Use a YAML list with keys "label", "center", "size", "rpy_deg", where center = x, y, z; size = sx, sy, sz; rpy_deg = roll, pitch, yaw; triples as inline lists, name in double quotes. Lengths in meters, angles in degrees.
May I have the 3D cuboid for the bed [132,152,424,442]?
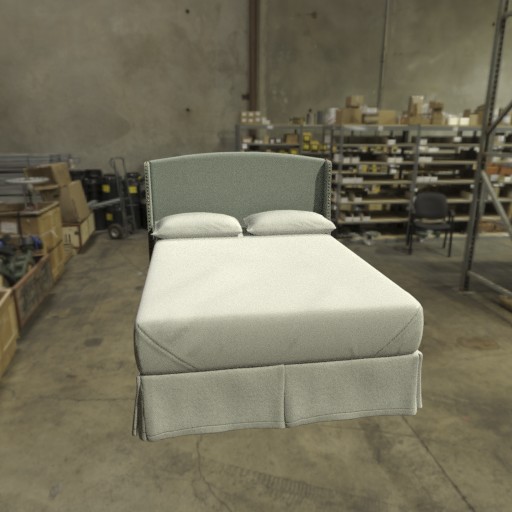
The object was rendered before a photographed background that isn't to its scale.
- label: "bed"
  center: [0.000, 0.000, 3.304]
  size: [1.710, 1.407, 2.237]
  rpy_deg: [-2, 16, -8]
